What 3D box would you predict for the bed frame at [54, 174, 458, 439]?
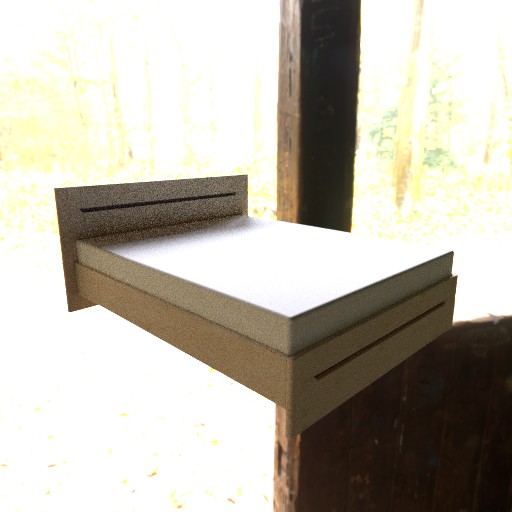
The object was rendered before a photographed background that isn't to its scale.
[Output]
[{"bbox_3d":[0.000,0.000,3.010,1.800,0.900,2.080,-14,20,-43],"label":"bed frame"}]
